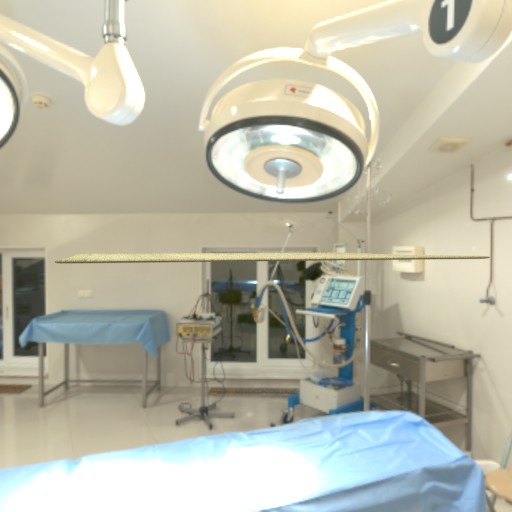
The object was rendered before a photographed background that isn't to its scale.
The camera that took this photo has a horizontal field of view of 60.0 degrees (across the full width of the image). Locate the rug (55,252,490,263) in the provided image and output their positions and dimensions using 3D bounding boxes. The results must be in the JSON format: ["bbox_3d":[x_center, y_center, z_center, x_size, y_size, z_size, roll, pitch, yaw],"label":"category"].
[{"bbox_3d":[0.000,0.000,2.917,2.270,0.017,1.606,0,1,-19],"label":"rug"}]
